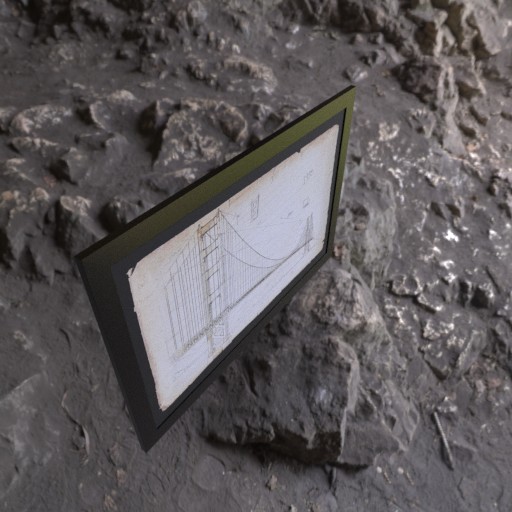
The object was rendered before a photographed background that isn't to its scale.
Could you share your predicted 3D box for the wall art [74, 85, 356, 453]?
[{"bbox_3d":[0.000,0.000,0.833,0.013,0.447,0.660,26,47,27],"label":"wall art"}]
